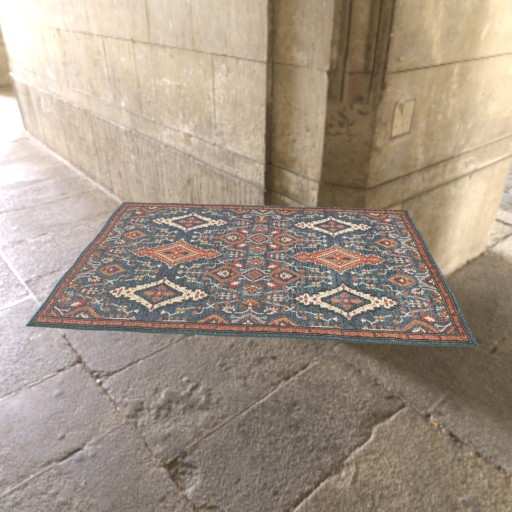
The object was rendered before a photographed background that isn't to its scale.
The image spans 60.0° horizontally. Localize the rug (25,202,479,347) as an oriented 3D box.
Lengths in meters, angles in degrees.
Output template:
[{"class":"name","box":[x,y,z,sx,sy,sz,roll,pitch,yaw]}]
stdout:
[{"class":"rug","box":[0.000,0.000,2.968,2.373,0.009,1.622,2,31,3]}]
